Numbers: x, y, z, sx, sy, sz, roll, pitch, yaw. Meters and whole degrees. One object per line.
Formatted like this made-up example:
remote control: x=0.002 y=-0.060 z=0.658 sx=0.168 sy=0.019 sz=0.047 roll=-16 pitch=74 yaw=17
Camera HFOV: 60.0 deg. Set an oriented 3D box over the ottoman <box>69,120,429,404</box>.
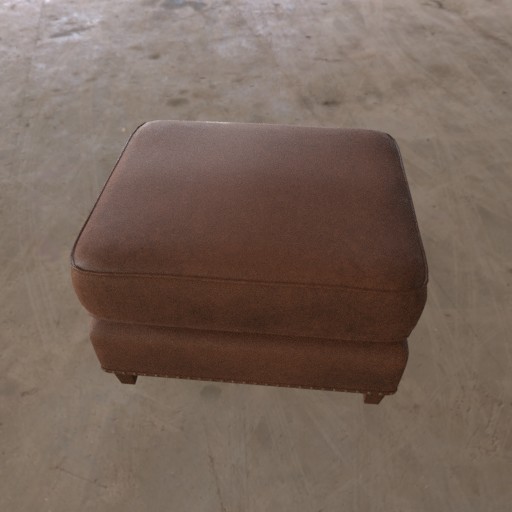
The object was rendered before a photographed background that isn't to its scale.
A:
ottoman: x=0.000 y=0.000 z=1.166 sx=0.738 sy=0.537 sz=0.589 roll=4 pitch=46 yaw=3
